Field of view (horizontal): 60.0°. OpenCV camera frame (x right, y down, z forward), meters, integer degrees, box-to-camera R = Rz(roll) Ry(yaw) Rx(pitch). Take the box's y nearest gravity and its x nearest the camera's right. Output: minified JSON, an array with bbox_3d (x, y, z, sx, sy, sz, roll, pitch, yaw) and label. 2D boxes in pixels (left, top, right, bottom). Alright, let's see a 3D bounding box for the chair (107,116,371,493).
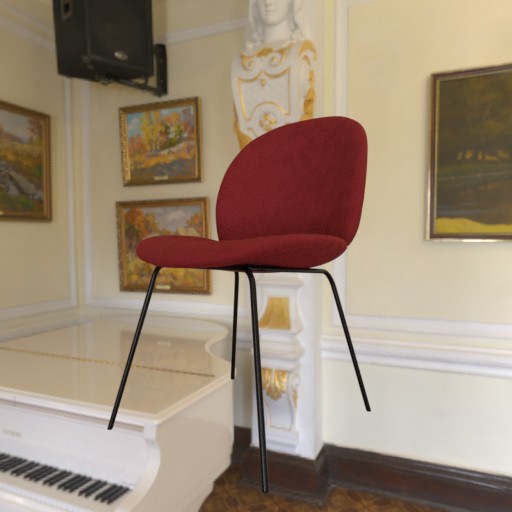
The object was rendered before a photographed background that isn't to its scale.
[{"bbox_3d":[0.000,0.000,1.097,0.458,0.791,0.587,1,3,36],"label":"chair"}]
